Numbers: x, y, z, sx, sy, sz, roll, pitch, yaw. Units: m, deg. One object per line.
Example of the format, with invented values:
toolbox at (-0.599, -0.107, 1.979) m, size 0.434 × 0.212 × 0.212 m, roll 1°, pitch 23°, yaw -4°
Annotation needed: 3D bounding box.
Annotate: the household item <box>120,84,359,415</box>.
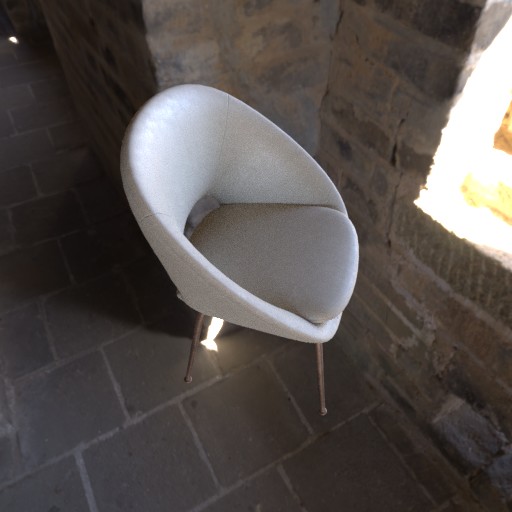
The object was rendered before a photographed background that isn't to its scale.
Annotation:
household item at (0.000, 0.000, 1.272) m, size 0.573 × 0.852 × 0.623 m, roll 10°, pitch 48°, yaw 10°
